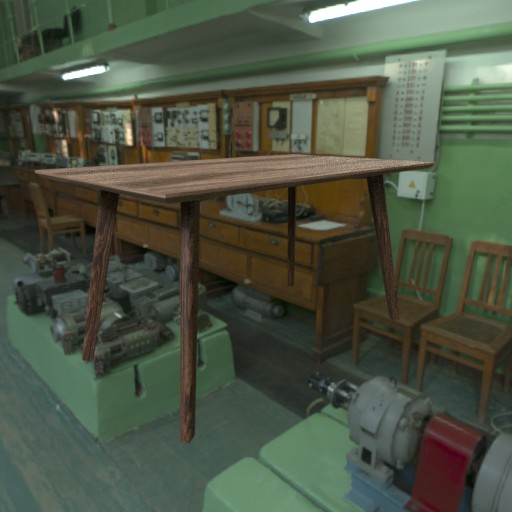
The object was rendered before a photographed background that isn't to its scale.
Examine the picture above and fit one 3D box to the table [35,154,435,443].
[{"bbox_3d":[0.000,0.000,1.807,1.349,0.724,0.801,-15,22,-42],"label":"table"}]
